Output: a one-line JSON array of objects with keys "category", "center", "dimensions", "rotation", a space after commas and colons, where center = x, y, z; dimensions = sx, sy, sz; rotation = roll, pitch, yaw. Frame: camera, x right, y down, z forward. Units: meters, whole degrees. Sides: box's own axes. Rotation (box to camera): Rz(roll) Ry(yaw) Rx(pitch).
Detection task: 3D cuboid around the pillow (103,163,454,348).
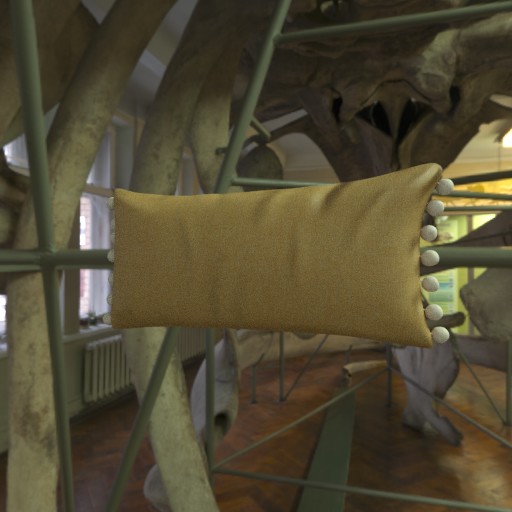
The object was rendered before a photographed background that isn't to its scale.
[{"category": "pillow", "center": [0.000, 0.000, 0.860], "dimensions": [0.709, 0.322, 0.201], "rotation": [0, 0, 17]}]
